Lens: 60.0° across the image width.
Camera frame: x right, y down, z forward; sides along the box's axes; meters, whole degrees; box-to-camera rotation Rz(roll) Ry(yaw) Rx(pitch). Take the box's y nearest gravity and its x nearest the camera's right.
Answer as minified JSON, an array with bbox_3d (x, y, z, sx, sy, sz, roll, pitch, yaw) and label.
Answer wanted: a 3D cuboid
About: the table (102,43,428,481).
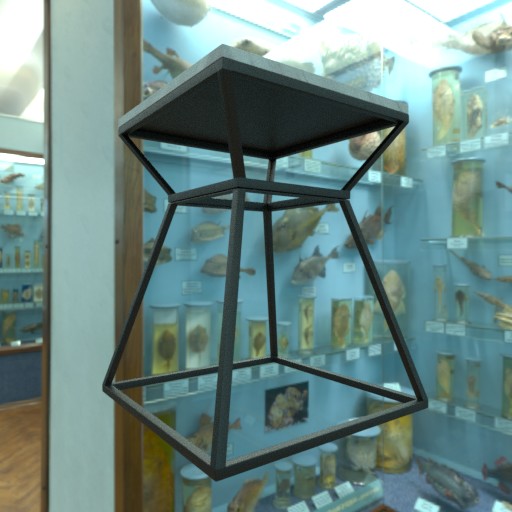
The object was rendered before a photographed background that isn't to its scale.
[{"bbox_3d":[0.000,0.000,0.864,0.455,0.559,0.455,0,0,-36],"label":"table"}]
